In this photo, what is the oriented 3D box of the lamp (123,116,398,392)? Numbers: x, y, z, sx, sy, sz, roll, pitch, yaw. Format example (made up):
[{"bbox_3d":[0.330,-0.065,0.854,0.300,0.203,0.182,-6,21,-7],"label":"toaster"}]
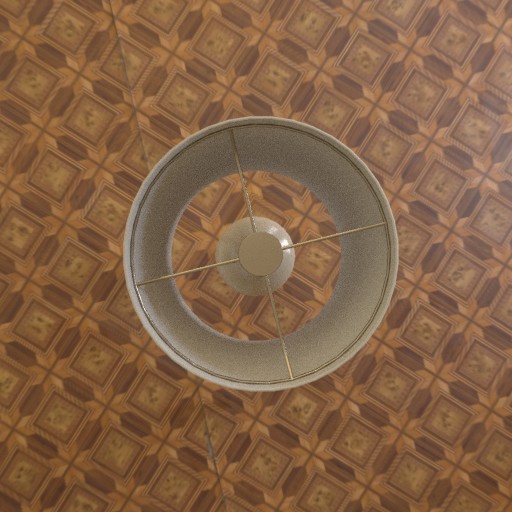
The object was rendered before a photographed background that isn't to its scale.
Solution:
[{"bbox_3d":[0.000,0.000,0.591,0.220,0.475,0.220,0,90,-1],"label":"lamp"}]
